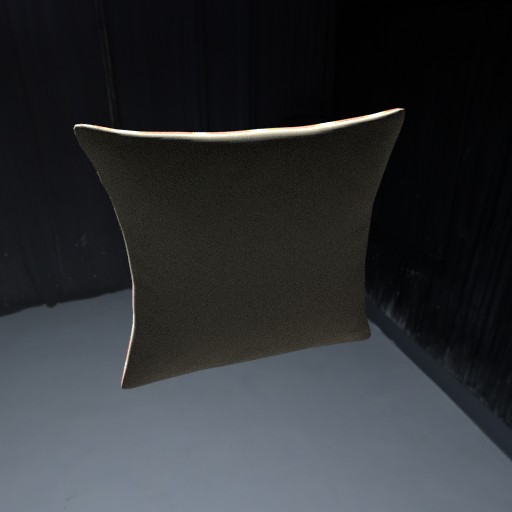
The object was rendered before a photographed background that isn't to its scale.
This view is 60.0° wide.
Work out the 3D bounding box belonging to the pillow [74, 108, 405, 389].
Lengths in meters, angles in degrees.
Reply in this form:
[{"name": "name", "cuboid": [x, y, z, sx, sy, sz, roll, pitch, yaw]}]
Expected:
[{"name": "pillow", "cuboid": [0.000, 0.000, 0.827, 0.552, 0.508, 0.166, -8, 28, -16]}]
